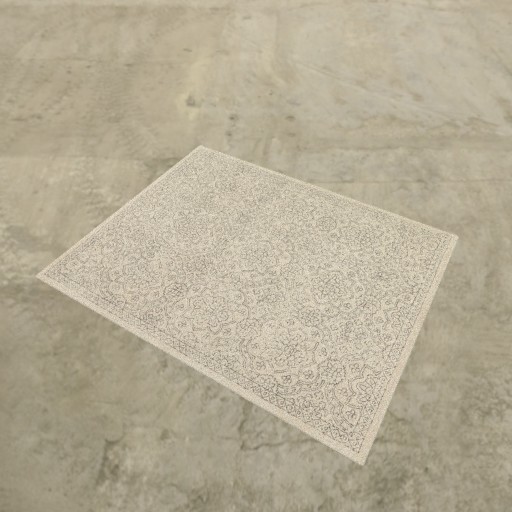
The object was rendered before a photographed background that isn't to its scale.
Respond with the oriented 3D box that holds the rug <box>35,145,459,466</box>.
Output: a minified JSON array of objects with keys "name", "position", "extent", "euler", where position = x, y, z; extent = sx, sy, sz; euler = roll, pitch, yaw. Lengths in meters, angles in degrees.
[{"name":"rug","position":[0.000,0.000,4.053],"extent":[3.050,0.015,2.441],"euler":[24,51,21]}]
